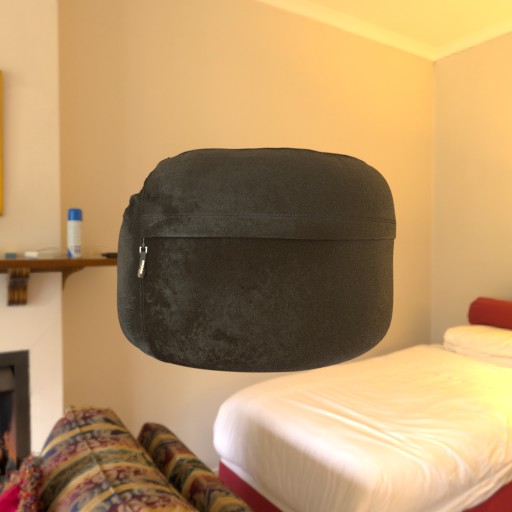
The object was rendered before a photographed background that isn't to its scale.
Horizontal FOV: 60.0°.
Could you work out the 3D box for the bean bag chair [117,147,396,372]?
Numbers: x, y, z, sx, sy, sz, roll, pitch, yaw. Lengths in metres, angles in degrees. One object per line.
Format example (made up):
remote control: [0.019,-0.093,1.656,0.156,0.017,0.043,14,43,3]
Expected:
bean bag chair: [0.000,0.000,1.516,0.918,0.605,0.918,0,2,0]
